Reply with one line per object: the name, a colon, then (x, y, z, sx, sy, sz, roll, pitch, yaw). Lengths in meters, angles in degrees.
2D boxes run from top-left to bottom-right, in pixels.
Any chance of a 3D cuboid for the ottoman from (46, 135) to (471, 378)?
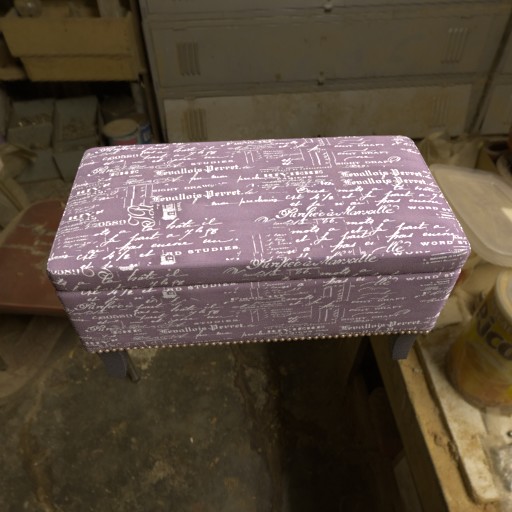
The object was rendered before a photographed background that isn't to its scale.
ottoman: (0.000, 0.000, 1.094, 0.813, 0.457, 0.406, -3, 47, -3)
